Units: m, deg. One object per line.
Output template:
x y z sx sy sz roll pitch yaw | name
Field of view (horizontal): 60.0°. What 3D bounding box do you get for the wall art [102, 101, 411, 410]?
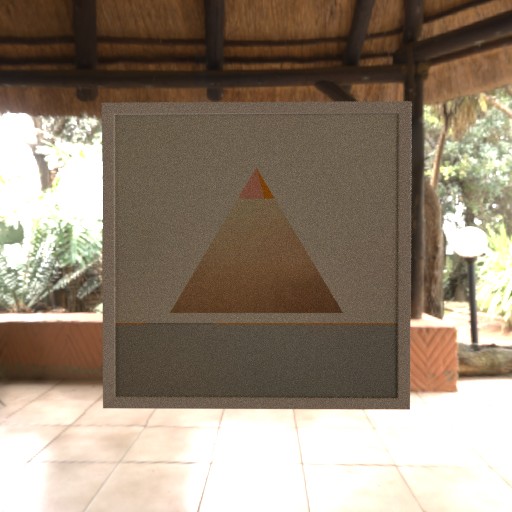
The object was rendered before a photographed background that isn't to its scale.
0.000 0.000 1.123 0.768 0.765 0.041 0 1 1 | wall art
